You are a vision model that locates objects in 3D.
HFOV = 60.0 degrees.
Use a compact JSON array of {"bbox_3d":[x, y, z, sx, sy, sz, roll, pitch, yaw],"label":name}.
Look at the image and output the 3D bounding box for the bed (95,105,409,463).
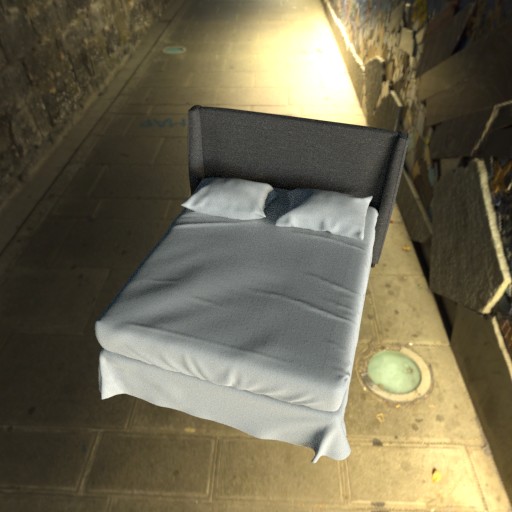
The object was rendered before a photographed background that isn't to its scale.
[{"bbox_3d":[0.000,0.000,3.420,1.925,1.332,2.276,12,42,13],"label":"bed"}]
